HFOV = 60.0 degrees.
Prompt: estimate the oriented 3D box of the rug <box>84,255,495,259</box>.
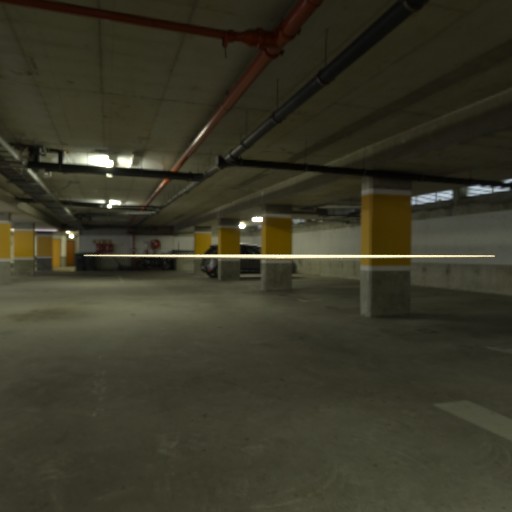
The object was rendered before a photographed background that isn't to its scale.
[{"bbox_3d":[0.000,0.000,2.287,1.220,0.007,1.828,0,0,-37],"label":"rug"}]
